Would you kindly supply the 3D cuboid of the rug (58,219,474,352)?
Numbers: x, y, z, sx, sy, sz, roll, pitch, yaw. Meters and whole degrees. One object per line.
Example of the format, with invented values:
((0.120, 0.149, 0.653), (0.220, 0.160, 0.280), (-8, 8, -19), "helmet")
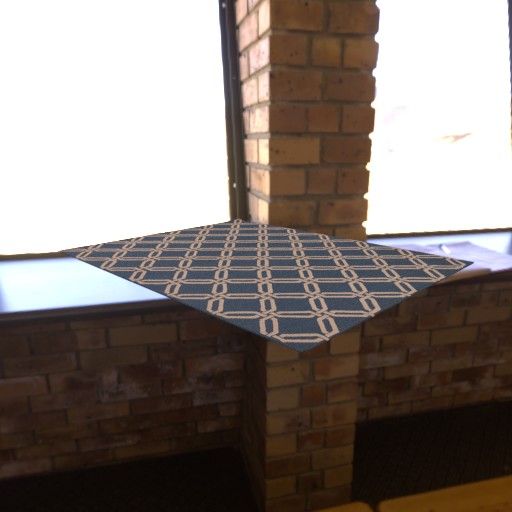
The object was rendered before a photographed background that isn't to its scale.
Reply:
((0.000, 0.000, 3.856), (2.867, 0.020, 2.277), (14, 20, 43), "rug")
